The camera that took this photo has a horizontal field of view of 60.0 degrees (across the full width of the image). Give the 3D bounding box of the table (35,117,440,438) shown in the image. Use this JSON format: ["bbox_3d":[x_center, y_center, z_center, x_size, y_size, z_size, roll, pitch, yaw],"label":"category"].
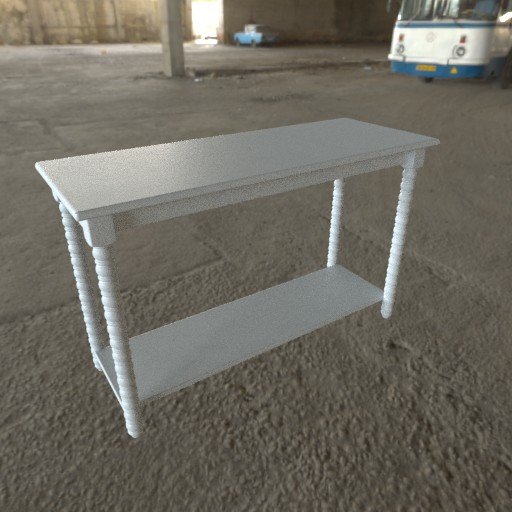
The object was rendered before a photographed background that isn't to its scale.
[{"bbox_3d":[0.000,0.000,1.528,1.184,0.740,0.459,-17,32,-29],"label":"table"}]
